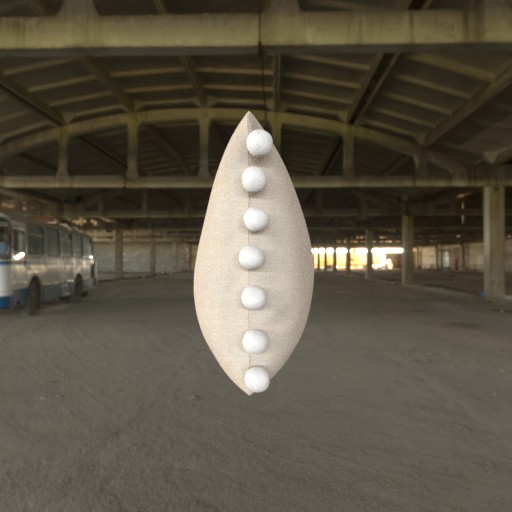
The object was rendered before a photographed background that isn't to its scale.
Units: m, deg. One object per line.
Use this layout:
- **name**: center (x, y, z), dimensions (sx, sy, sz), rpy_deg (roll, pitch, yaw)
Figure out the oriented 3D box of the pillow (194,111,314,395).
- **pillow**: center (0.000, 0.000, 0.821), dimensions (0.201, 0.322, 0.709), rpy_deg (0, 0, 2)
